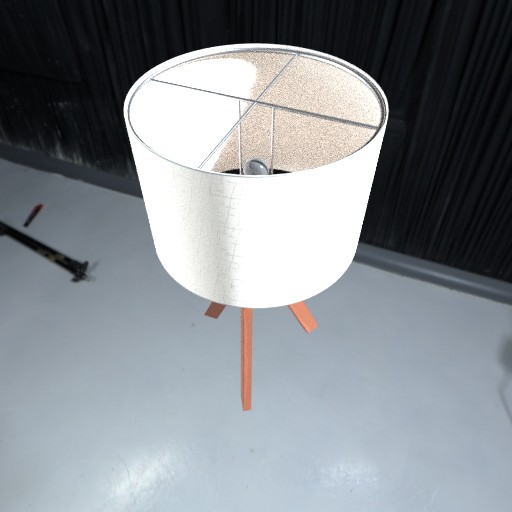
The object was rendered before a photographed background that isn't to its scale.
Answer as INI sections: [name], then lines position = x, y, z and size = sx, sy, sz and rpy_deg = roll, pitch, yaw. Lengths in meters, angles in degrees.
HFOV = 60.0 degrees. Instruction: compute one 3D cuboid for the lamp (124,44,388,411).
[lamp]
position = 0.000, 0.000, 0.900
size = 0.380, 0.686, 0.380
rpy_deg = 17, 50, 15
